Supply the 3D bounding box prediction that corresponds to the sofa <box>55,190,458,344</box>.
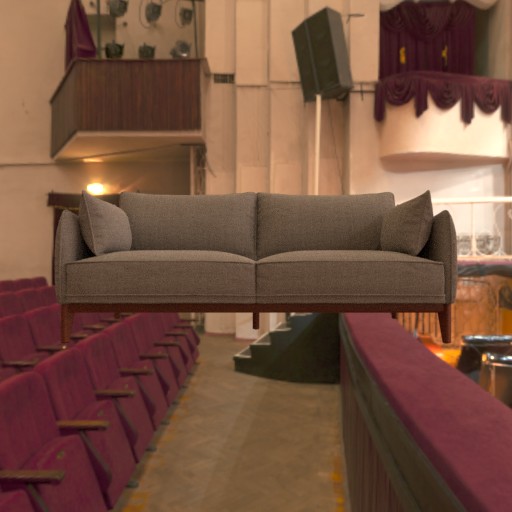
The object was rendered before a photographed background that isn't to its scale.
[{"bbox_3d":[0.000,0.000,2.554,1.989,0.851,0.972,0,0,0],"label":"sofa"}]
